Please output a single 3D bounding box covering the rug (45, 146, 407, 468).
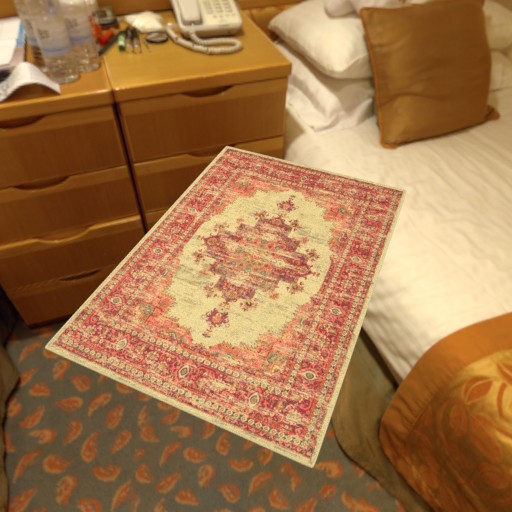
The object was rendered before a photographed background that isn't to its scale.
[{"bbox_3d":[0.000,0.000,3.765,2.005,0.014,2.878,18,48,16],"label":"rug"}]
